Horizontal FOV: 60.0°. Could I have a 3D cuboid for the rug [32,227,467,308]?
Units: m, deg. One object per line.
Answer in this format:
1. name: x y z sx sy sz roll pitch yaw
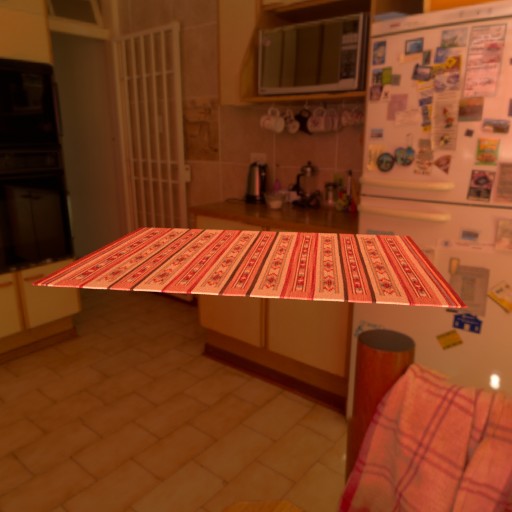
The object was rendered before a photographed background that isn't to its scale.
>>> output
1. rug: 0.000 0.000 2.400 1.817 0.008 1.223 2 16 8
